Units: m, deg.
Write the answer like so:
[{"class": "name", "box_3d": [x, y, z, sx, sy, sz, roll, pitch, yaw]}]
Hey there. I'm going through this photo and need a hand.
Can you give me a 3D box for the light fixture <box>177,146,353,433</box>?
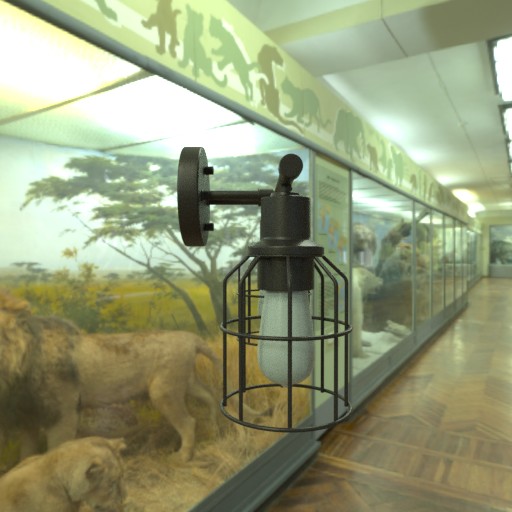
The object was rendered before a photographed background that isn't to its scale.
[{"class": "light fixture", "box_3d": [0.000, 0.000, 0.522, 0.165, 0.254, 0.406, 0, 1, 0]}]
